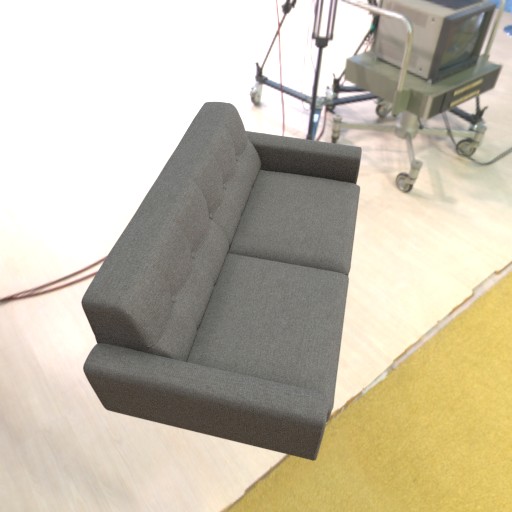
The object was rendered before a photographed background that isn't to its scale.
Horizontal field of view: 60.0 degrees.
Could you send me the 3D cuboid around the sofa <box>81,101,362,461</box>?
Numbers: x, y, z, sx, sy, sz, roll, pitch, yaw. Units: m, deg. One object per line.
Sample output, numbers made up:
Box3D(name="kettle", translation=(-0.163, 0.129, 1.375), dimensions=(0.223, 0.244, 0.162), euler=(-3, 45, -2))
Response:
Box3D(name="sofa", translation=(0.000, 0.000, 2.150), dimensions=(0.909, 0.841, 1.631), euler=(10, 48, 9))
